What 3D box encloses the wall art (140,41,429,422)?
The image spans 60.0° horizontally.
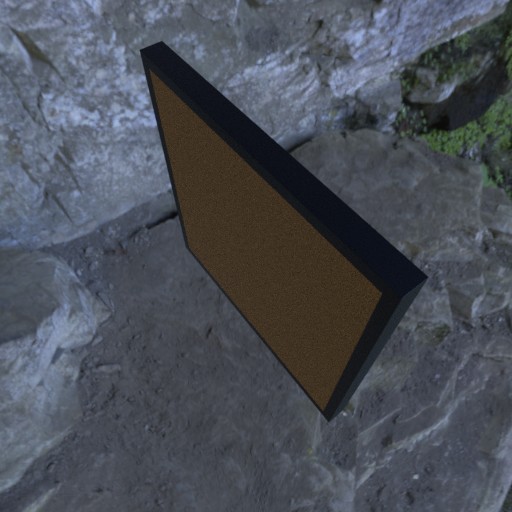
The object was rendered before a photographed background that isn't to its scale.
[{"bbox_3d":[0.000,0.000,0.750,0.038,0.508,0.508,-32,63,-19],"label":"wall art"}]
